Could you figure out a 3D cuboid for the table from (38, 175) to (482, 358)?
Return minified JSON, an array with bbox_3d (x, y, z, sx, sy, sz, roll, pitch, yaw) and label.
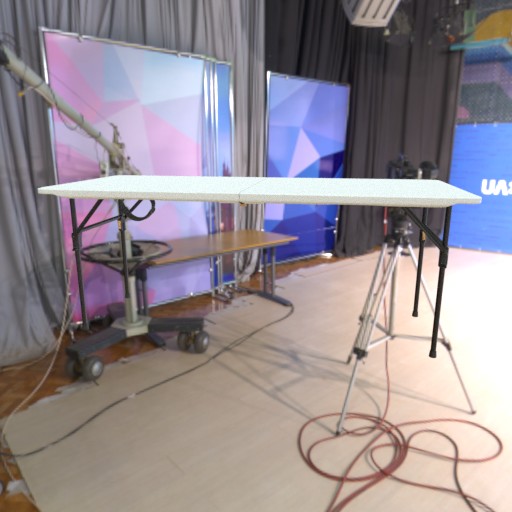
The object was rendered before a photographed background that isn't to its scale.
[{"bbox_3d":[0.000,0.000,2.218,1.829,0.719,0.761,3,15,10],"label":"table"}]
